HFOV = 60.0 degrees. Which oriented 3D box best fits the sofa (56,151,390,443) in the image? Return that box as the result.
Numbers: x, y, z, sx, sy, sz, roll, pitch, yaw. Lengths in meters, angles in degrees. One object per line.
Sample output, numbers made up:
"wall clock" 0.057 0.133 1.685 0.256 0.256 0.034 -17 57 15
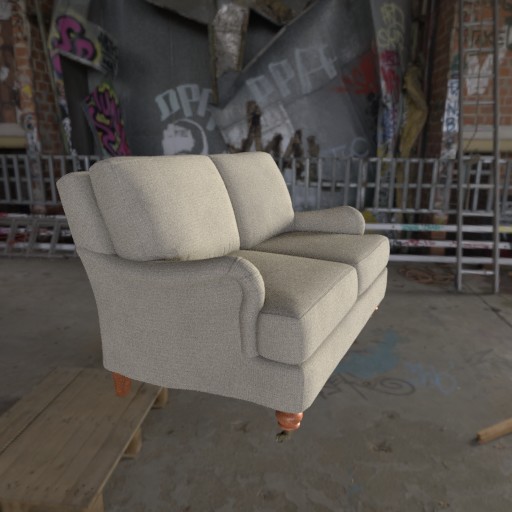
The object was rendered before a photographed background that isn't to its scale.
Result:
"sofa" 0.000 0.000 2.223 1.087 0.999 1.480 7 16 26
